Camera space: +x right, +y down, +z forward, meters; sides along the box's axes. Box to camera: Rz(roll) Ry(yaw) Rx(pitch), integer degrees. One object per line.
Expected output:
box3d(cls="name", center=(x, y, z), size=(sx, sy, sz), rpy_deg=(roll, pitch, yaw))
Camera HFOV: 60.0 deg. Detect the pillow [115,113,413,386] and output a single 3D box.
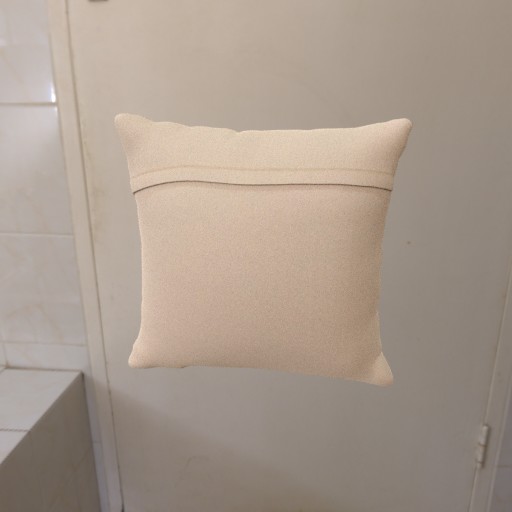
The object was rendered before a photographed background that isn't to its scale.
box3d(cls="pillow", center=(0.000, 0.000, 0.824), size=(0.536, 0.506, 0.229), rpy_deg=(2, 17, 7))
